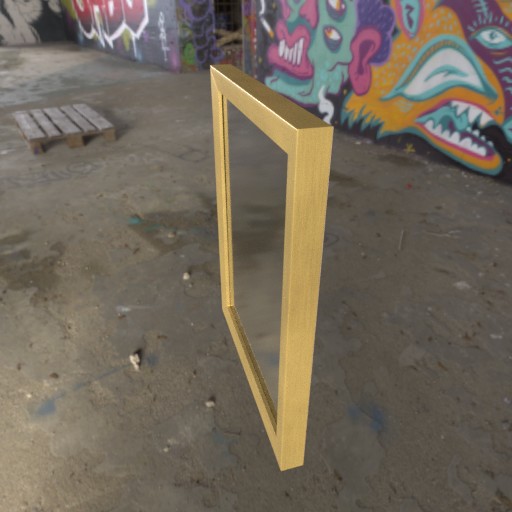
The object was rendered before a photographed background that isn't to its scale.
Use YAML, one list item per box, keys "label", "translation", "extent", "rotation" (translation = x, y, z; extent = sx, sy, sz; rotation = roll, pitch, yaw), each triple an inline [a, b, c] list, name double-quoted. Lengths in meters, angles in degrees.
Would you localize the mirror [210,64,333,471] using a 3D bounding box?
- label: "mirror"
  translation: [0.000, 0.000, 0.701]
  extent: [0.041, 0.508, 0.405]
  rotation: [-9, 32, -14]
